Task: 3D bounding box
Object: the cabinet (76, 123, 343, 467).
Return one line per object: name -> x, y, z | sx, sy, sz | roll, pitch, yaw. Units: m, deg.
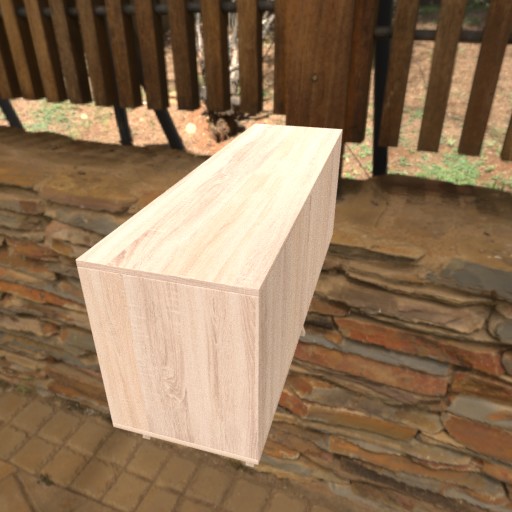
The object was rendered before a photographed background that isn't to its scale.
cabinet -> 0.000, 0.000, 1.979 | 0.500, 0.780, 1.650 | 8, 30, 14
